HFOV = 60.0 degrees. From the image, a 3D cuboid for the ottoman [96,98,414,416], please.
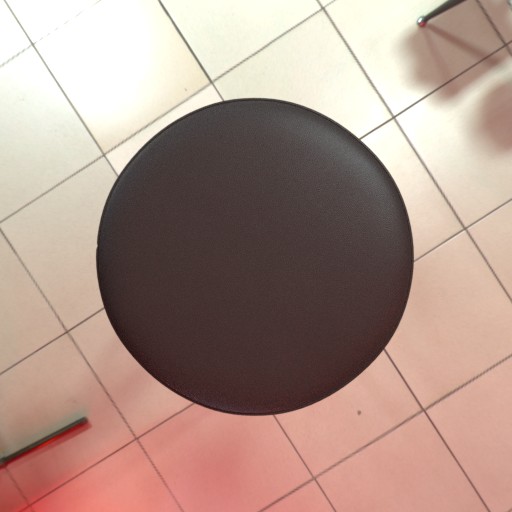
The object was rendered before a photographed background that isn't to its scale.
[{"bbox_3d":[0.000,0.000,0.857,0.500,0.409,0.500,0,91,1],"label":"ottoman"}]
